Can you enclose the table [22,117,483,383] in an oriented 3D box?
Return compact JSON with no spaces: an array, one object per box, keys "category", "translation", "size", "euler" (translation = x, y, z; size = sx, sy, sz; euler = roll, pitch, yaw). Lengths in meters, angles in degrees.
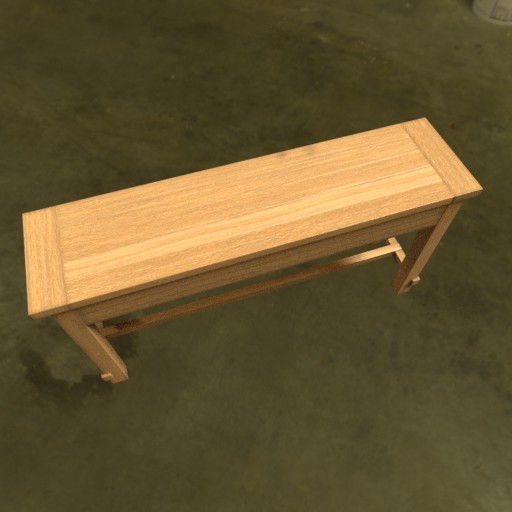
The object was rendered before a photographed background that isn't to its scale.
[{"category":"table","translation":[0.000,0.000,1.906],"size":[1.599,0.762,0.442],"euler":[-16,58,-10]}]
